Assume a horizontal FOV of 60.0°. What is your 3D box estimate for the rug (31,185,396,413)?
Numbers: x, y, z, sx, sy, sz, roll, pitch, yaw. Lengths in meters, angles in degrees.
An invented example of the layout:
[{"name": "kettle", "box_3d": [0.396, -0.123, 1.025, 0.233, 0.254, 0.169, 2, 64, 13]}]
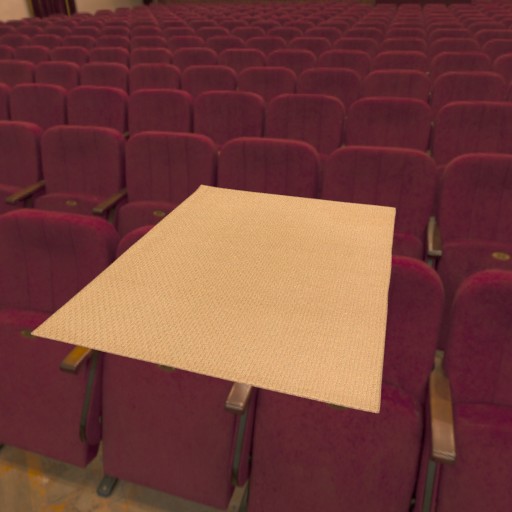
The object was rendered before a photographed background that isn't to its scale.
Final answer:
[{"name": "rug", "box_3d": [0.000, 0.000, 3.874, 2.277, 0.035, 2.897, 9, 31, 15]}]
